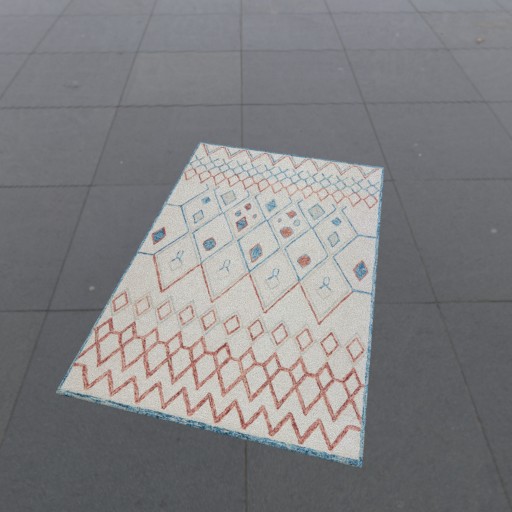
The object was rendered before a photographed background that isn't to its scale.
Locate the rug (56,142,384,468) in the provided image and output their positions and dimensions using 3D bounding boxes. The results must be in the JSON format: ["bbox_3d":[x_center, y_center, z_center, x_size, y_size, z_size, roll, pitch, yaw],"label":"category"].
[{"bbox_3d":[0.000,0.000,2.285,1.219,0.016,1.829,10,48,9],"label":"rug"}]
